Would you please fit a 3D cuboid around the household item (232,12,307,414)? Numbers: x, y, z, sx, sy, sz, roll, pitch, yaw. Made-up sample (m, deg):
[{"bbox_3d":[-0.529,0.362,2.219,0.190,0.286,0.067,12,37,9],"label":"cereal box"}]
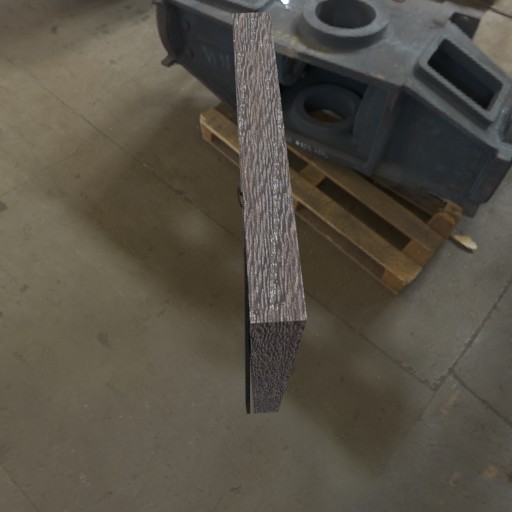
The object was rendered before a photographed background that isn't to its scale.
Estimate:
[{"bbox_3d":[0.000,0.000,0.232,0.020,0.180,0.133,-3,63,-2],"label":"household item"}]
